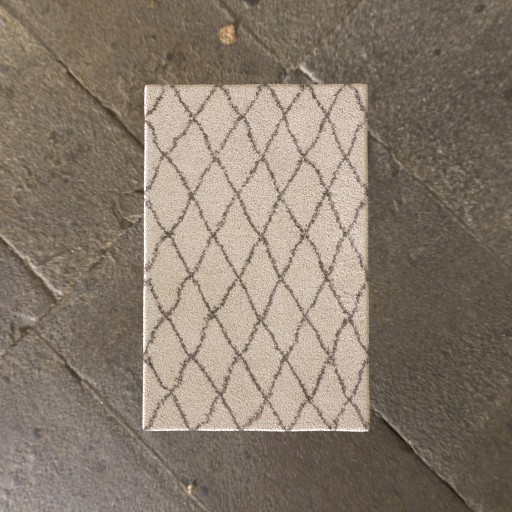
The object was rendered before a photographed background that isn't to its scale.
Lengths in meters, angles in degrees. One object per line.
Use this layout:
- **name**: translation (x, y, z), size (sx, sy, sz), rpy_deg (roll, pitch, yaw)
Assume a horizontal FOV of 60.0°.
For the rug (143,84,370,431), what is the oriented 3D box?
- **rug**: translation (0.000, 0.000, 3.511), size (1.778, 0.030, 2.743), rpy_deg (0, 89, 0)
